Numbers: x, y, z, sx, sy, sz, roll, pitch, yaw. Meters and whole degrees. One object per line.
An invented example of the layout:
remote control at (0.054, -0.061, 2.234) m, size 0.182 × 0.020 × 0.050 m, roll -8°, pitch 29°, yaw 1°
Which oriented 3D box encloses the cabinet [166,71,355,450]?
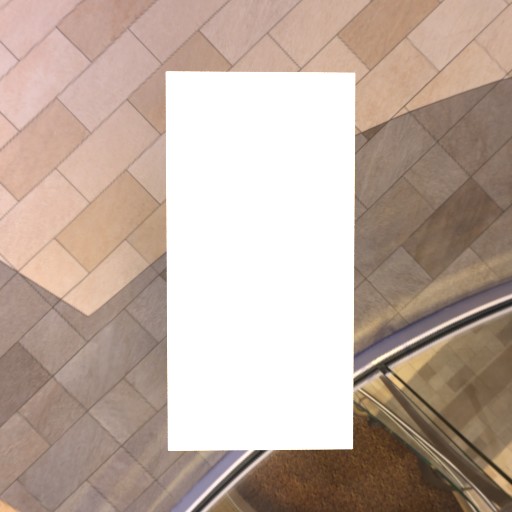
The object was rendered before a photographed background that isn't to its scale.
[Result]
cabinet at (0.000, 0.000, 1.108) m, size 0.296 × 0.815 × 0.600 m, roll 0°, pitch 92°, yaw -1°
